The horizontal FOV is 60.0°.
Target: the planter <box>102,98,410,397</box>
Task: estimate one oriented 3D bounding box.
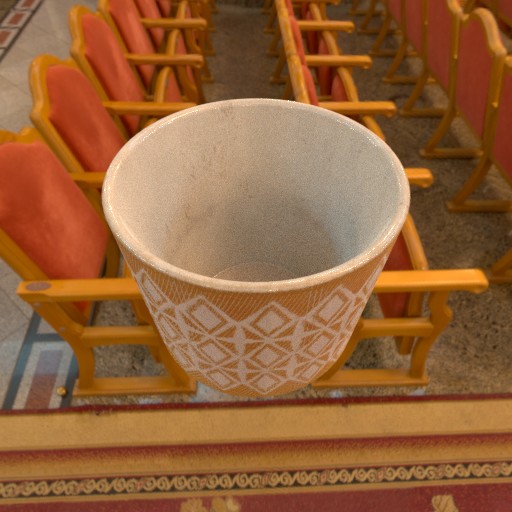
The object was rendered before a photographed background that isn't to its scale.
[{"bbox_3d":[0.000,0.000,0.224,0.126,0.104,0.126,0,47,0],"label":"planter"}]
